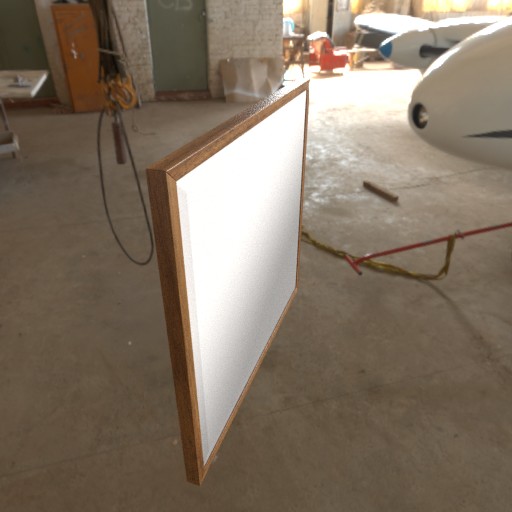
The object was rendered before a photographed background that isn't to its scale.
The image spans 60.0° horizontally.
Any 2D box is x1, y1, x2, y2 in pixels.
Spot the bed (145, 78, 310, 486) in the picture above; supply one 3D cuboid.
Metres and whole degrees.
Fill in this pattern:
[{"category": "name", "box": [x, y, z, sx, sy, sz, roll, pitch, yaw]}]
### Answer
[{"category": "bed", "box": [0.000, 0.000, 1.449, 0.043, 0.940, 1.041, 11, 32, 17]}]
